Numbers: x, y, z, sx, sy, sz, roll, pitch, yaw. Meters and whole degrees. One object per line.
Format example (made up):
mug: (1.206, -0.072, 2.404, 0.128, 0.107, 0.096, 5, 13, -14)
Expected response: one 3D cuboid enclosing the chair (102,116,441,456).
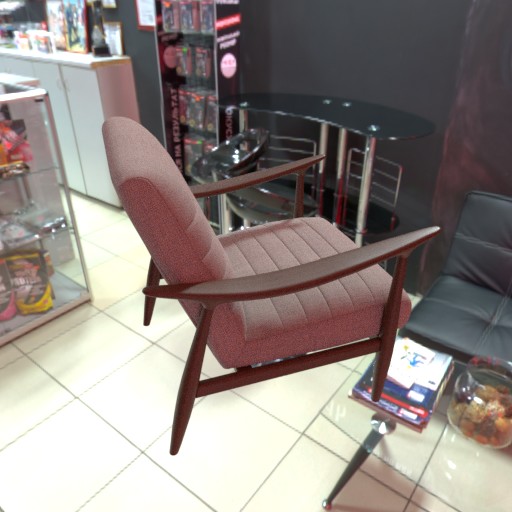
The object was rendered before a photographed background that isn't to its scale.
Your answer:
chair: (0.000, 0.000, 1.414, 0.798, 0.832, 0.741, -10, 32, -17)
